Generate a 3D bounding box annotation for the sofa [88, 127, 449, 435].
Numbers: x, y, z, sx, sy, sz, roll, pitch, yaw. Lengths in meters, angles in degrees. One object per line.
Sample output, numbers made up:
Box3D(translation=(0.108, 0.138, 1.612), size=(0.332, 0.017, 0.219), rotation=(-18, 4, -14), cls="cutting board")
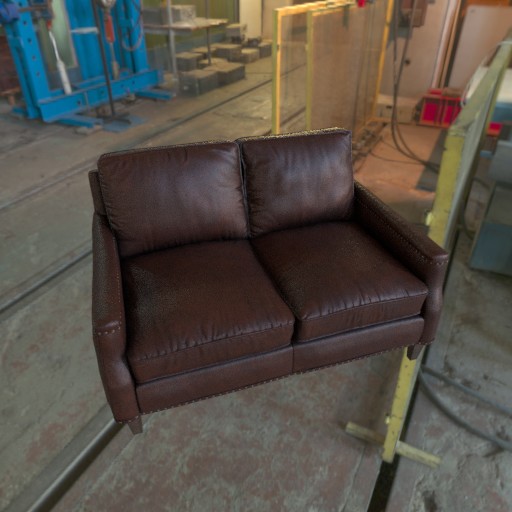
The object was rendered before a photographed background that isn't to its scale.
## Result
Box3D(translation=(0.000, 0.000, 2.283), size=(1.628, 1.003, 1.083), rotation=(-10, 35, -15), cls="sofa")
